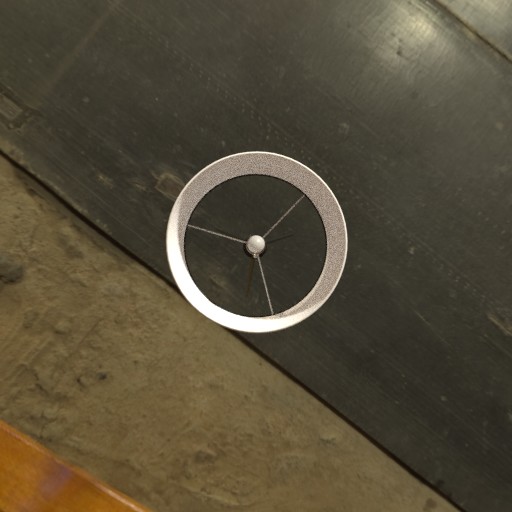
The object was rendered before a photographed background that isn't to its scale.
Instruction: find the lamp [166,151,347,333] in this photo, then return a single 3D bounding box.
[{"bbox_3d":[0.000,0.000,1.765,0.448,1.545,0.458,0,89,-1],"label":"lamp"}]
